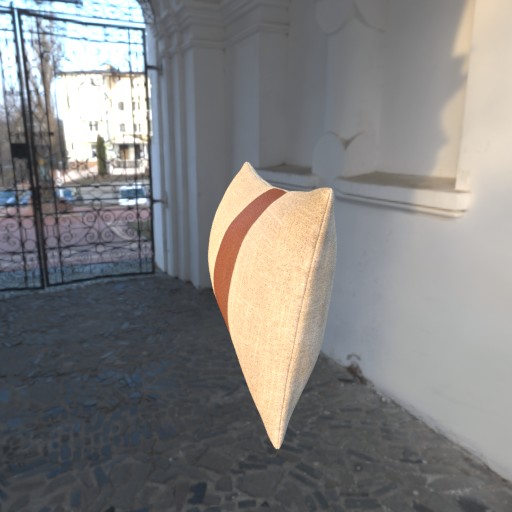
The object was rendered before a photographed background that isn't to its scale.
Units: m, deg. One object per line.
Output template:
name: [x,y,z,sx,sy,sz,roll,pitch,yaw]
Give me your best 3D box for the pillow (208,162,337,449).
pillow: [0.000,0.000,0.737,0.155,0.282,0.612,-2,14,-8]
